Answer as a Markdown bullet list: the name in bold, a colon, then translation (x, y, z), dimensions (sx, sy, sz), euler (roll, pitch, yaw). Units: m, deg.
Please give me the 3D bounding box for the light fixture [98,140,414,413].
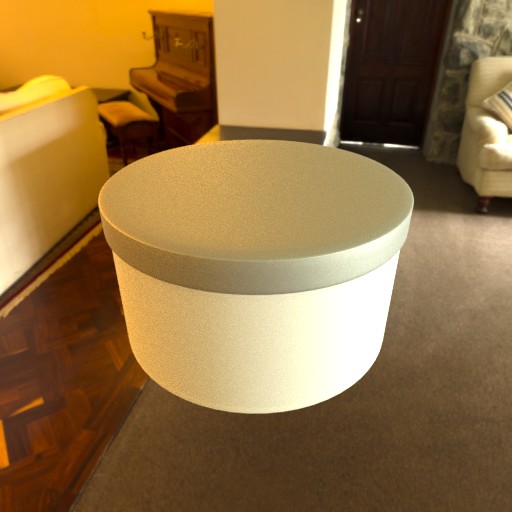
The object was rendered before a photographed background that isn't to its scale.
- **light fixture**: translation (0.000, 0.000, 0.634), dimensions (0.393, 0.229, 0.393), euler (0, 31, 0)
